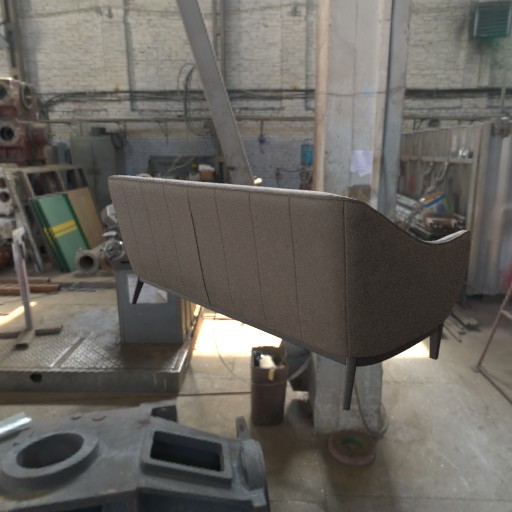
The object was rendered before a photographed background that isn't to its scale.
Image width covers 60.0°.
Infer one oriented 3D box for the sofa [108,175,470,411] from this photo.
[{"bbox_3d":[0.000,0.000,2.391,0.869,0.831,1.928,-12,18,-42],"label":"sofa"}]
